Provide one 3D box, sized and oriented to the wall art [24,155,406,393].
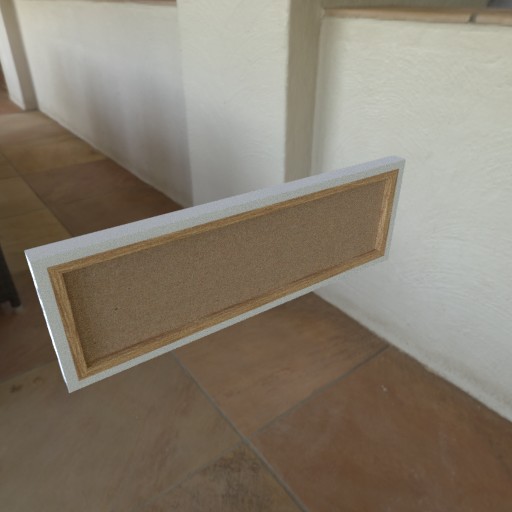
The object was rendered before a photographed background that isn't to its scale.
[{"bbox_3d":[0.000,0.000,0.860,0.763,0.255,0.038,-19,36,-29],"label":"wall art"}]
